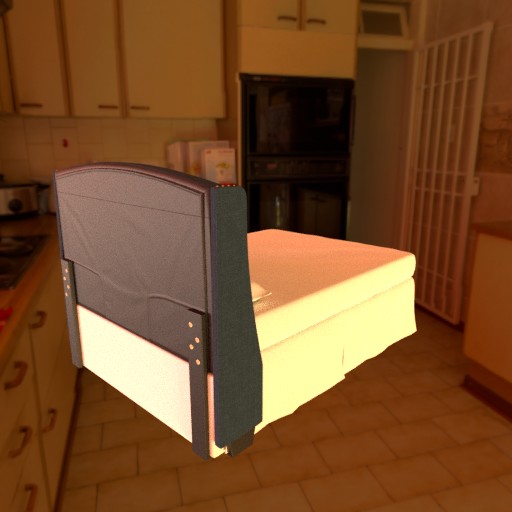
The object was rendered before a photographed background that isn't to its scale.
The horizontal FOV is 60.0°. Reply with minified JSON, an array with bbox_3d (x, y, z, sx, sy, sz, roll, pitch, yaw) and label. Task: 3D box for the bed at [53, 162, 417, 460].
[{"bbox_3d":[0.000,0.000,3.234,1.604,1.402,2.223,13,19,42],"label":"bed"}]
